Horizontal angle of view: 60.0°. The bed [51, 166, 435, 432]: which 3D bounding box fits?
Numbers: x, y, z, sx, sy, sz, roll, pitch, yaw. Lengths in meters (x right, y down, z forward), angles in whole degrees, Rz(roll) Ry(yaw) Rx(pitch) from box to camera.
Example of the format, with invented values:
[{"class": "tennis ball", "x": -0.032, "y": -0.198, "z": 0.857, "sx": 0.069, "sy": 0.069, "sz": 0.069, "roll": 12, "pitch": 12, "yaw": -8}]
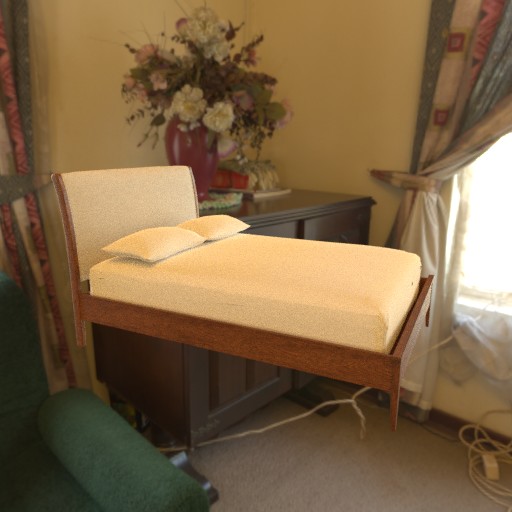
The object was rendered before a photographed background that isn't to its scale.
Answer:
[{"class": "bed", "x": 0.000, "y": 0.000, "z": 3.309, "sx": 2.380, "sy": 1.250, "sz": 1.612, "roll": 7, "pitch": 15, "yaw": 26}]
